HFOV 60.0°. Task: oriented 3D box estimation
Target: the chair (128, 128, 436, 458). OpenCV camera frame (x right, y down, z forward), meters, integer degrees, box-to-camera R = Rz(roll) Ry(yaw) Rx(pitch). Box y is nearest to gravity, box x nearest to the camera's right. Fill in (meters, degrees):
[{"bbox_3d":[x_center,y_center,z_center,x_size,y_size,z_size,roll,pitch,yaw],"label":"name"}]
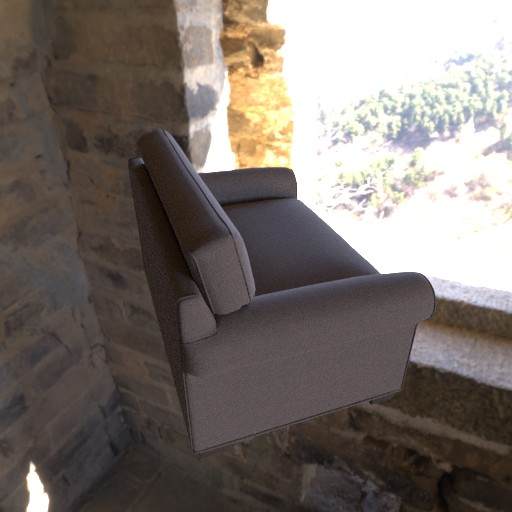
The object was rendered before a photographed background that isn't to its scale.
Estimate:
[{"bbox_3d":[0.000,0.000,2.026,0.930,0.930,1.390,-11,33,-17],"label":"chair"}]
